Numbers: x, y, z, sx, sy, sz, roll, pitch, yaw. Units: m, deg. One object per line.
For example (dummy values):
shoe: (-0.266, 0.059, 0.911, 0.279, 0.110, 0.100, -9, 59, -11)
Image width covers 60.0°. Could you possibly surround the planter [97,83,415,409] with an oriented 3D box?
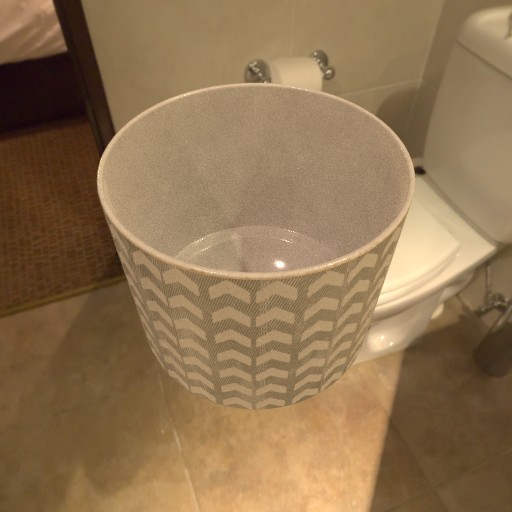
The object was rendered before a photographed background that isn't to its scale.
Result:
planter: (0.000, 0.000, 0.445, 0.250, 0.239, 0.250, 0, 48, 0)
